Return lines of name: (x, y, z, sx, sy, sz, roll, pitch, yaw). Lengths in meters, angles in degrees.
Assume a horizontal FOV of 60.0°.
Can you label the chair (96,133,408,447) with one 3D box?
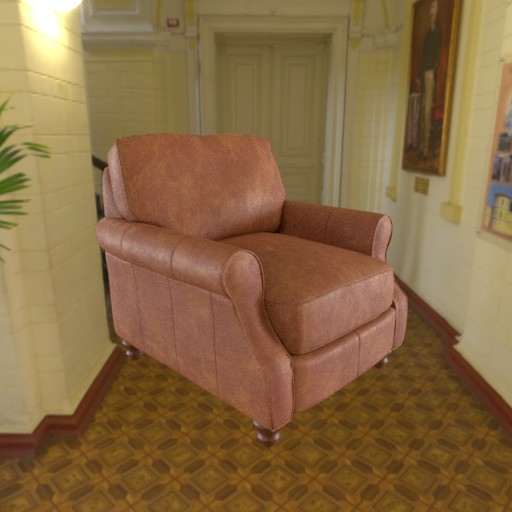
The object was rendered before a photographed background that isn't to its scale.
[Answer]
chair: (0.000, 0.000, 1.797, 0.986, 0.962, 0.983, 14, 21, 42)
